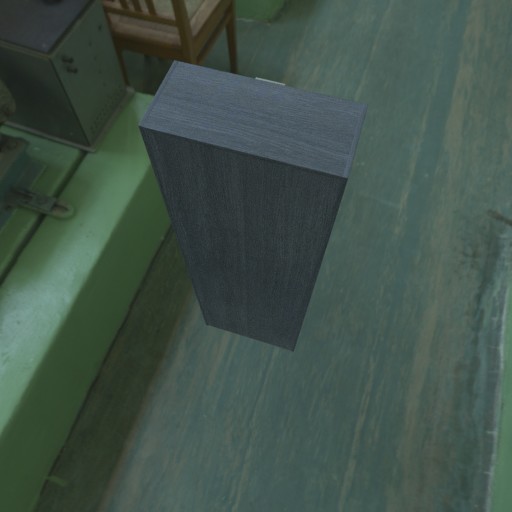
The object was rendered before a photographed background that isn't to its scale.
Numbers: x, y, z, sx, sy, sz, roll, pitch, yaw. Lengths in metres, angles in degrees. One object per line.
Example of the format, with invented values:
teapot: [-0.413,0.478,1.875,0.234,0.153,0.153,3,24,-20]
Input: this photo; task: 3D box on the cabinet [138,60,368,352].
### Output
cabinet: [0.000,0.000,1.827,0.520,1.630,0.255,16,65,8]
